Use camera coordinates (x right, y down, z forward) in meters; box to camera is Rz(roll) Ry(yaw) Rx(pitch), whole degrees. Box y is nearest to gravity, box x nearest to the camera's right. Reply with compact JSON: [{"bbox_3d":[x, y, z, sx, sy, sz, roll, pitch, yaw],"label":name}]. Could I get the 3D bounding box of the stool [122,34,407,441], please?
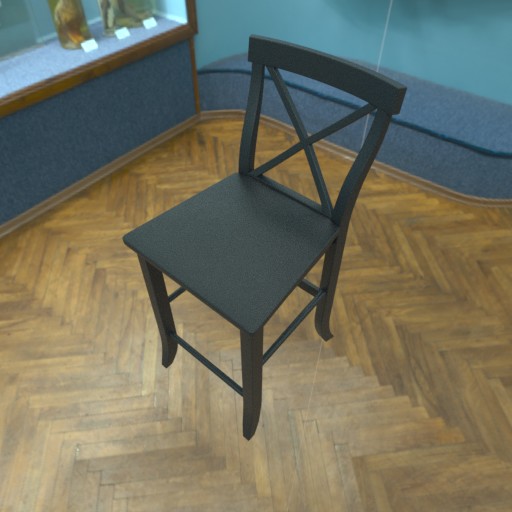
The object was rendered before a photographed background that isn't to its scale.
[{"bbox_3d":[0.000,0.000,1.286,0.452,0.989,0.559,32,55,26],"label":"stool"}]
